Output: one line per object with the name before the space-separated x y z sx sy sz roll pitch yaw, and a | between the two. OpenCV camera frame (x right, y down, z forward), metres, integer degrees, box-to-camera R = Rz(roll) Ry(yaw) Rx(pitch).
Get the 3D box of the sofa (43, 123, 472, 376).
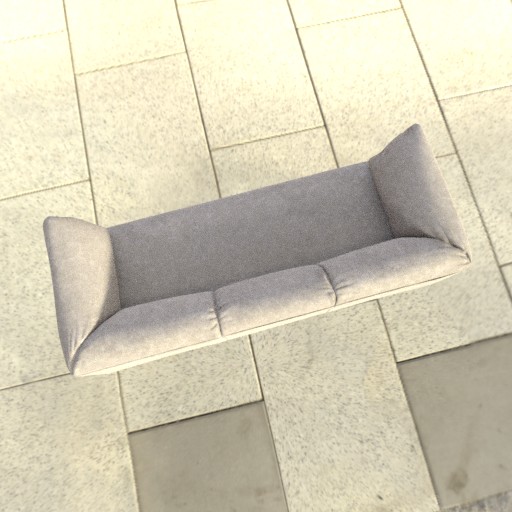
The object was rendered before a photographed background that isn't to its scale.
sofa | 0.000 0.000 2.706 2.238 0.758 0.899 -15 77 -4
